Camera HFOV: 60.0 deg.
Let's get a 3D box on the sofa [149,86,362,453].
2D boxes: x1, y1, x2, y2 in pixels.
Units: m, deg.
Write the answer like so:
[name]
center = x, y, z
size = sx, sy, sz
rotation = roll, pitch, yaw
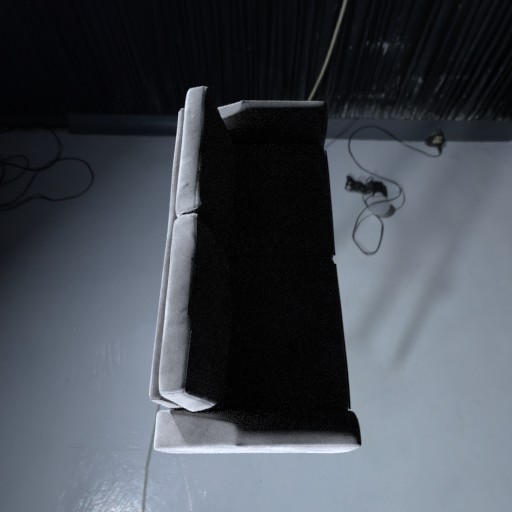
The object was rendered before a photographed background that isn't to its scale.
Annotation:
[sofa]
center = 0.000, 0.000, 2.272
size = 0.849, 0.859, 1.837
rotation = 0, 63, 0
